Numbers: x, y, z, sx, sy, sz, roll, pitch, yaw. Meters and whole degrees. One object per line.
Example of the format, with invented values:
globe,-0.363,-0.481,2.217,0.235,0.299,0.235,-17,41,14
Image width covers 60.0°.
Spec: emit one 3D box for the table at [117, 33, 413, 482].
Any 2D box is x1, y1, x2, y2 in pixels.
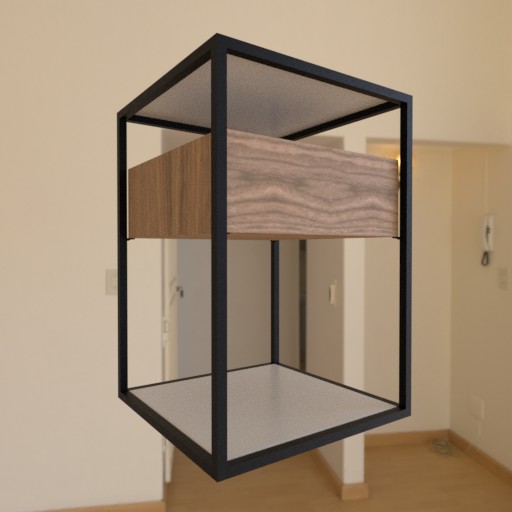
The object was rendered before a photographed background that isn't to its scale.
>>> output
table,0.000,0.000,0.794,0.378,0.540,0.378,-1,1,-35
